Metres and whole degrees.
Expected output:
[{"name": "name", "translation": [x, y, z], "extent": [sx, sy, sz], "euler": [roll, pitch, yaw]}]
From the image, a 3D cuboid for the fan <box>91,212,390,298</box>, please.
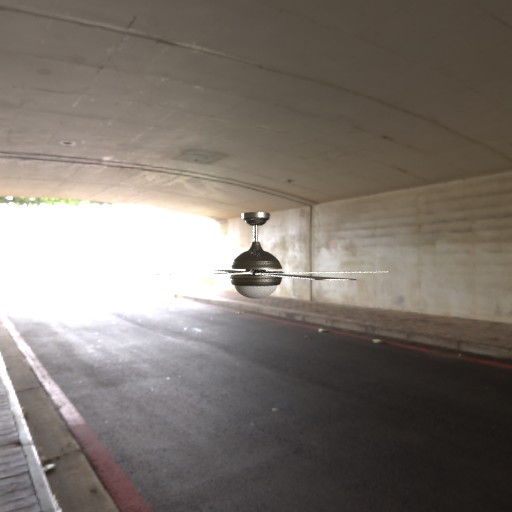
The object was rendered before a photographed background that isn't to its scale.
[{"name": "fan", "translation": [0.000, 0.000, 1.985], "extent": [1.321, 0.381, 1.321], "euler": [0, 0, -1]}]
